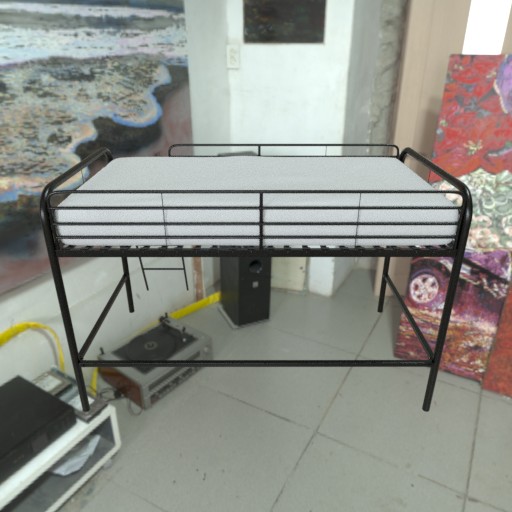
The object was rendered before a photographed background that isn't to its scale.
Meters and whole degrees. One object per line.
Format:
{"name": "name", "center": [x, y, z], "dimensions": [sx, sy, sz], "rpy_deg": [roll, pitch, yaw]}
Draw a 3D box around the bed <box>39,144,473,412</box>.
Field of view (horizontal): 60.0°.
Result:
{"name": "bed", "center": [0.000, 0.000, 2.849], "dimensions": [1.968, 1.289, 1.393], "rpy_deg": [0, 25, 0]}
